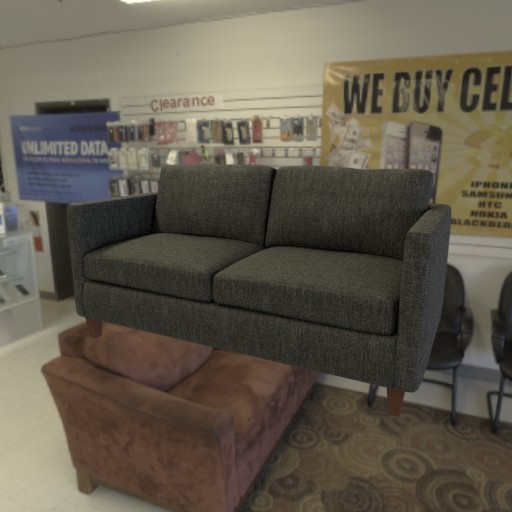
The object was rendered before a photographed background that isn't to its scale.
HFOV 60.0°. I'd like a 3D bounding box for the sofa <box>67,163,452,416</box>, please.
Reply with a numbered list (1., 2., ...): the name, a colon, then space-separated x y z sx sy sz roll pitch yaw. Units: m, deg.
1. sofa: 0.000 0.000 2.426 1.884 0.963 0.950 7 15 26
